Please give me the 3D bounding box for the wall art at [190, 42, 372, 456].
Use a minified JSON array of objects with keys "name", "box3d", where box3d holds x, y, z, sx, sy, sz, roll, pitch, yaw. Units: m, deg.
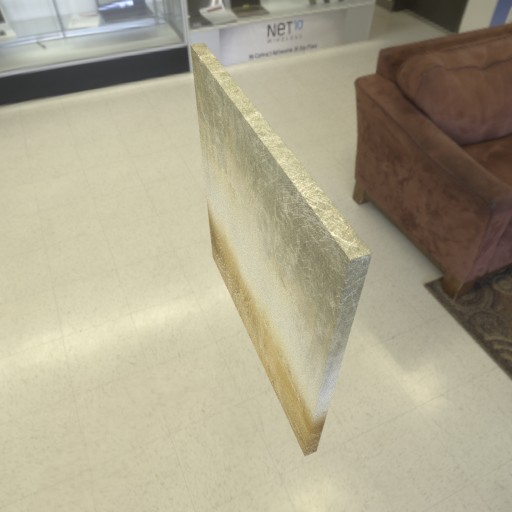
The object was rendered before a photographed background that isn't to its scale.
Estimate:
[{"name":"wall art","box3d":[0.000,0.000,1.605,0.051,1.091,1.092,-17,49,-15]}]
